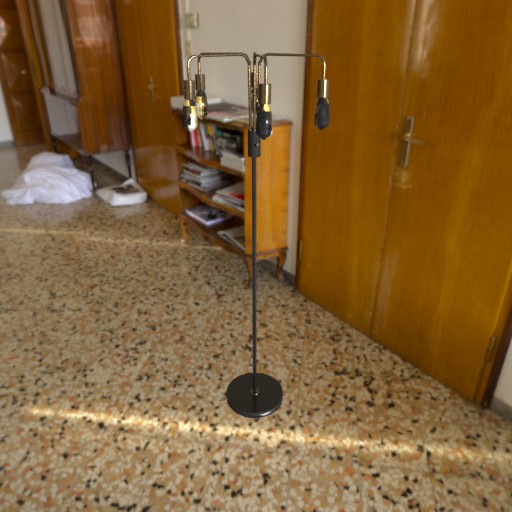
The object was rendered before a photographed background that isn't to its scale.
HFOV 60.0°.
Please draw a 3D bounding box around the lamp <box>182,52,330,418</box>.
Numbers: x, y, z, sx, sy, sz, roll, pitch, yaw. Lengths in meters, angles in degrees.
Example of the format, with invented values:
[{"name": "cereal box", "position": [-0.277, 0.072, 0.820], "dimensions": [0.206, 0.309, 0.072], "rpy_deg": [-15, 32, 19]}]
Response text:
[{"name": "lamp", "position": [0.000, 0.000, 2.063], "dimensions": [0.599, 1.721, 0.572], "rpy_deg": [8, 27, 16]}]
